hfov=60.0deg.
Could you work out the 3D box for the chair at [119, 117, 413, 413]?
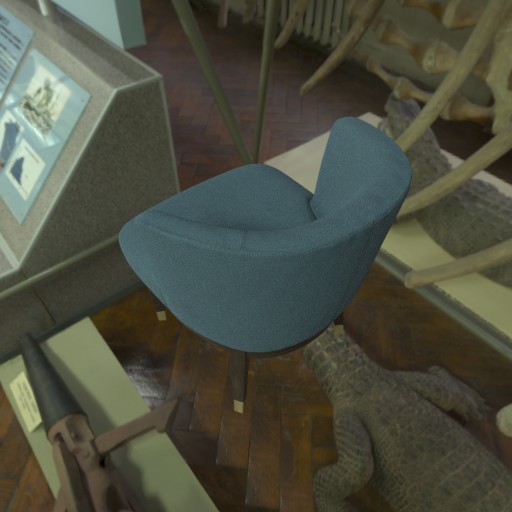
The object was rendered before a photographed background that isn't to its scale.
[{"bbox_3d":[0.000,0.000,1.300,0.661,0.760,0.702,-31,54,-26],"label":"chair"}]
